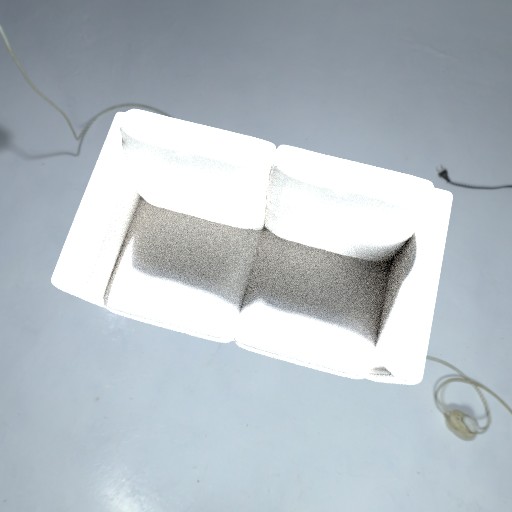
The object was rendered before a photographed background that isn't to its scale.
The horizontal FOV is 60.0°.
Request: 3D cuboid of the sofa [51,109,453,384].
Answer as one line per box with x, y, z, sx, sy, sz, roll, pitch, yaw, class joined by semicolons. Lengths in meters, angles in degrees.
0.000;0.000;1.942;1.430;0.908;0.796;15;76;4;sofa
